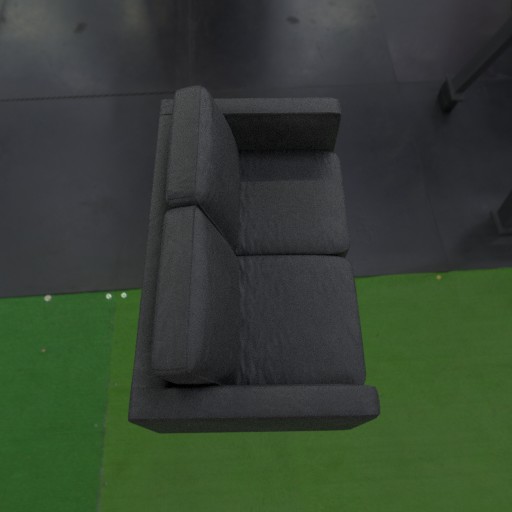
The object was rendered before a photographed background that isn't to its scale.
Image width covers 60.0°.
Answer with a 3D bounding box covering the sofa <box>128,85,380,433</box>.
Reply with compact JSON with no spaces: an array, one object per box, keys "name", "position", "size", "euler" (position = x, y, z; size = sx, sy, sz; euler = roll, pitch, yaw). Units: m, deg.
[{"name":"sofa","position":[0.000,0.000,1.987],"size":[0.879,0.899,1.430],"euler":[-1,64,0]}]
